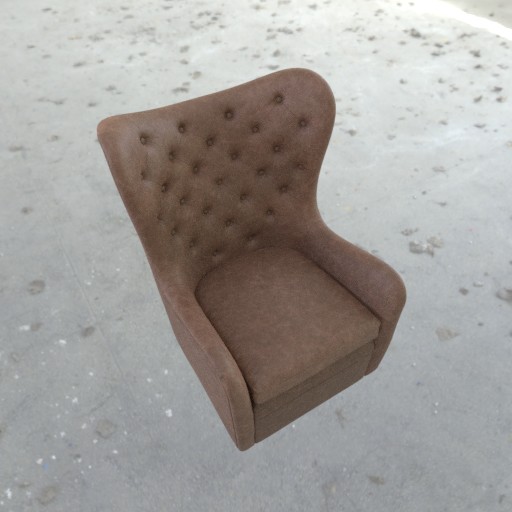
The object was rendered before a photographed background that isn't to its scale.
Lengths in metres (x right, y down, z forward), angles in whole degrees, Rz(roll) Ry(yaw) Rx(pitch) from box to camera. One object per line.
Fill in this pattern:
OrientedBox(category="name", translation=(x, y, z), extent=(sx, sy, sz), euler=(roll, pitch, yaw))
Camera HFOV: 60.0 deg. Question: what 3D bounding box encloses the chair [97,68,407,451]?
OrientedBox(category="chair", translation=(0.000, 0.000, 1.715), extent=(0.831, 1.079, 0.930), euler=(-24, 51, -21))
